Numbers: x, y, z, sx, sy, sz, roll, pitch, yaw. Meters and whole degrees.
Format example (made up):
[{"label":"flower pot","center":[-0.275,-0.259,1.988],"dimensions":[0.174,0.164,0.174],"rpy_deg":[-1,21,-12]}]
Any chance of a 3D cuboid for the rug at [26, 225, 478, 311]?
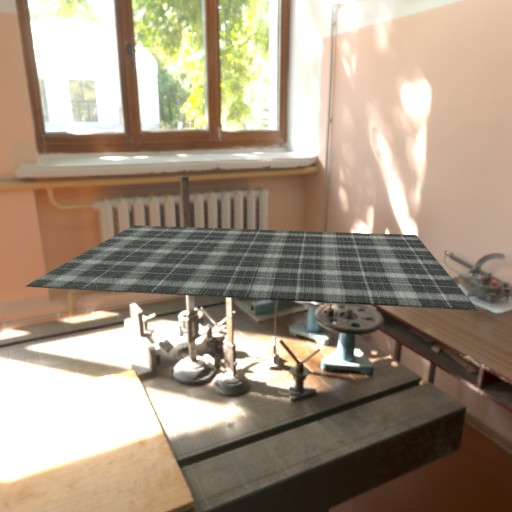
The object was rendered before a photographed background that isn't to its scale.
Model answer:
[{"label":"rug","center":[0.000,0.000,3.065],"dimensions":[2.434,0.015,1.520],"rpy_deg":[2,17,8]}]
